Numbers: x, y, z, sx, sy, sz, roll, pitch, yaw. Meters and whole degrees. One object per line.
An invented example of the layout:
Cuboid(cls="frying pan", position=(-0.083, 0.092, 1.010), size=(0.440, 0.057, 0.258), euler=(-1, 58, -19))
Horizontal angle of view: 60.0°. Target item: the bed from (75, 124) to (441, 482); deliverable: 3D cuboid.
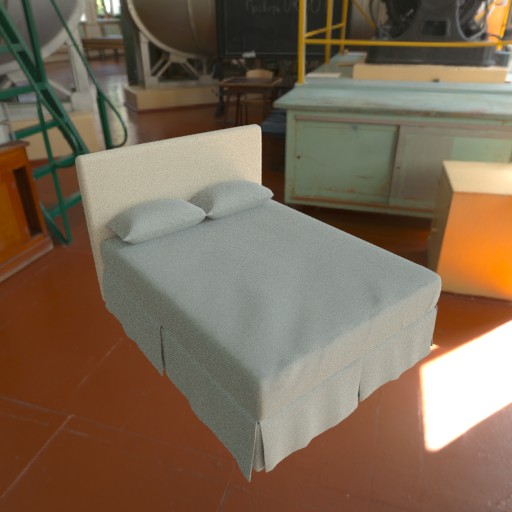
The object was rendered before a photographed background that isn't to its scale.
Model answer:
Cuboid(cls="bed", position=(0.000, 0.000, 3.230), size=(1.748, 1.330, 2.142), euler=(-21, 35, -33))
